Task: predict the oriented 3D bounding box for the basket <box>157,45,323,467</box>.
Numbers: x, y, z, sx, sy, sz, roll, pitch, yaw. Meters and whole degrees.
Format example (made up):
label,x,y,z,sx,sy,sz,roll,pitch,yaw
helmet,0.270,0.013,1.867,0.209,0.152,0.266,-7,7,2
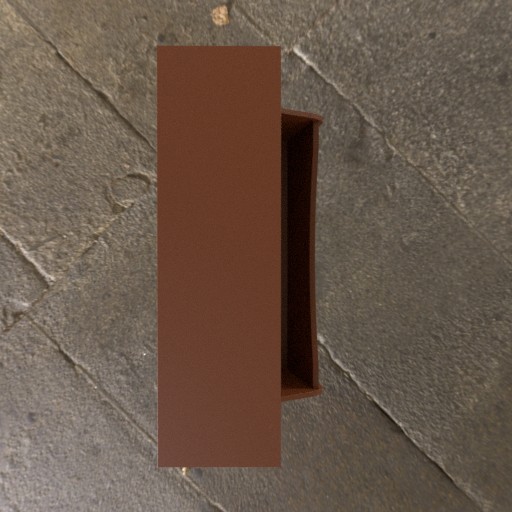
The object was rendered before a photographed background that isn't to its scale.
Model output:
label,x,y,z,sx,sy,sz,roll,pitch,yaw
basket,0.000,0.000,1.146,0.376,0.625,0.792,0,91,0
